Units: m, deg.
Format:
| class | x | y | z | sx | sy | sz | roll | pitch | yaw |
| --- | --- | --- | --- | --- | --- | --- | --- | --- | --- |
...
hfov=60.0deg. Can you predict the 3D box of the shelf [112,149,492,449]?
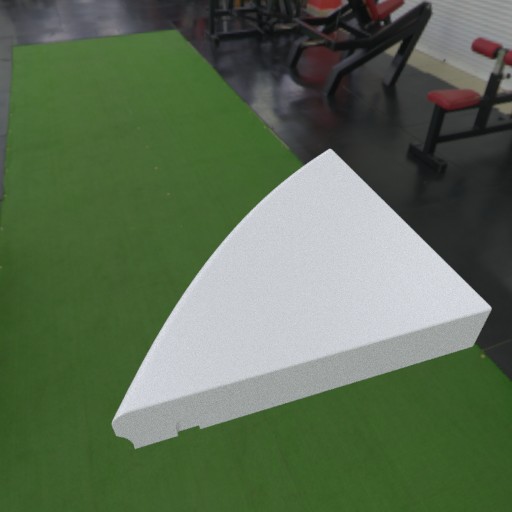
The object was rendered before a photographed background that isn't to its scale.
| class | x | y | z | sx | sy | sz | roll | pitch | yaw |
| --- | --- | --- | --- | --- | --- | --- | --- | --- | --- |
| shelf | 0.000 | 0.000 | 0.456 | 0.310 | 0.050 | 0.310 | -13 | 42 | -14 |
